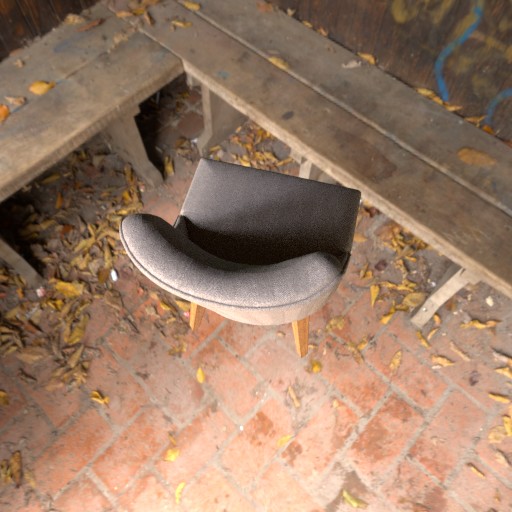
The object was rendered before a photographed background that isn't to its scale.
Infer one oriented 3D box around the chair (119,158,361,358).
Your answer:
[{"bbox_3d":[0.000,0.000,1.306,0.548,0.916,0.636,13,64,6],"label":"chair"}]
